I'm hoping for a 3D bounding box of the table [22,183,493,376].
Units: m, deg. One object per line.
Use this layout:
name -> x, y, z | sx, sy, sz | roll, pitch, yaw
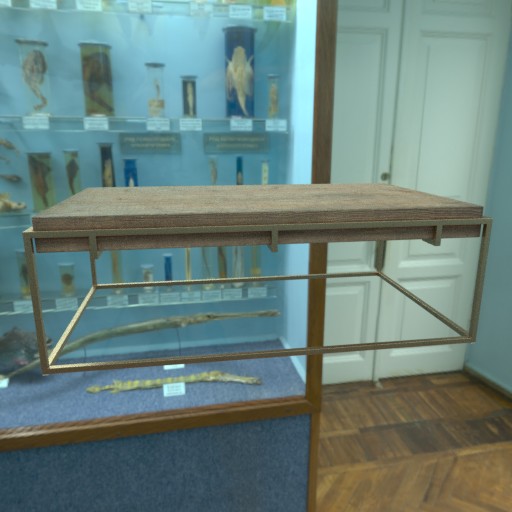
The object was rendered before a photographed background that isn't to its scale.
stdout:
table -> 0.000, 0.000, 1.709 | 1.387, 0.468, 0.775 | -2, 15, -9
